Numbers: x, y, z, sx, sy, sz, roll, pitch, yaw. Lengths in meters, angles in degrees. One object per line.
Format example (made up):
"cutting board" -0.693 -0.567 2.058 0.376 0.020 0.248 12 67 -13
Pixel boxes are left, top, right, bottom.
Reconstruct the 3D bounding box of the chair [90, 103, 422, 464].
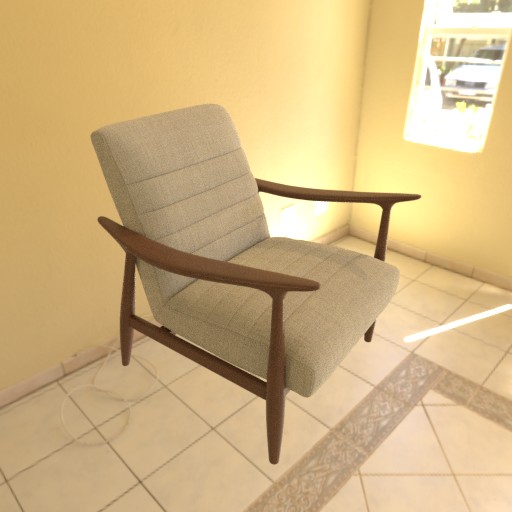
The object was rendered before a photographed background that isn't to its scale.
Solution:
"chair" 0.000 0.000 1.435 0.798 0.832 0.741 18 33 31
